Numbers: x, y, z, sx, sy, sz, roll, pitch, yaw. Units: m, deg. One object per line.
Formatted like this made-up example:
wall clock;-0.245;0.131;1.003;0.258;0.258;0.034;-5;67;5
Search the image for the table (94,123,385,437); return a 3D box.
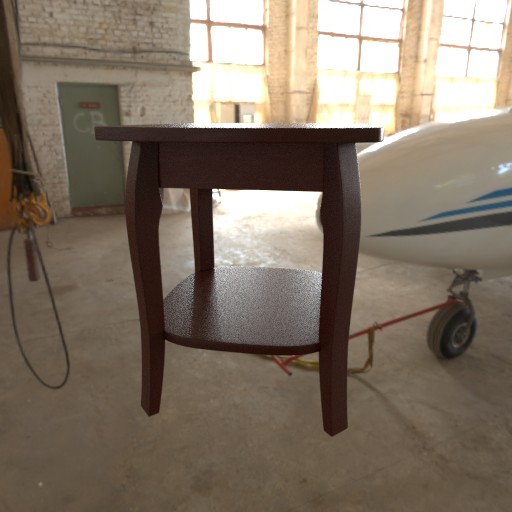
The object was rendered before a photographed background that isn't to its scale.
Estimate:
table;0.000;0.000;0.873;0.433;0.496;0.502;3;18;9
